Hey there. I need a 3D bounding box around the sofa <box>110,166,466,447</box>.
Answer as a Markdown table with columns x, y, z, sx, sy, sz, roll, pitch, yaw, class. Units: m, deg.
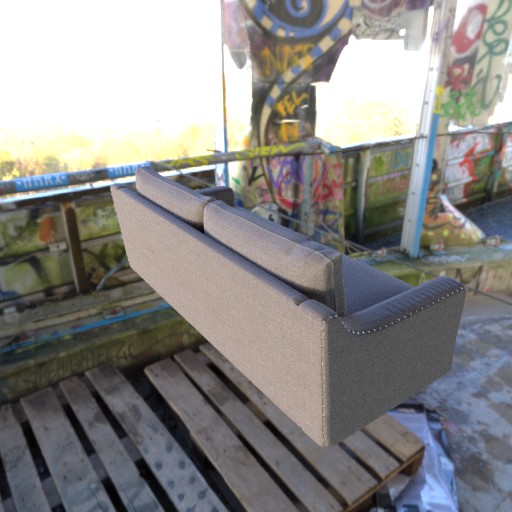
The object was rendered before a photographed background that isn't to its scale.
| x | y | z | sx | sy | sz | roll | pitch | yaw | class |
| --- | --- | --- | --- | --- | --- | --- | --- | --- | --- |
| 0.000 | 0.000 | 2.730 | 1.000 | 0.857 | 2.208 | -17 | 29 | -32 | sofa |
